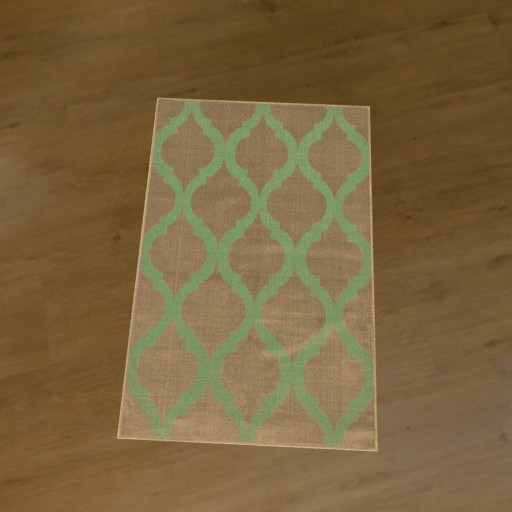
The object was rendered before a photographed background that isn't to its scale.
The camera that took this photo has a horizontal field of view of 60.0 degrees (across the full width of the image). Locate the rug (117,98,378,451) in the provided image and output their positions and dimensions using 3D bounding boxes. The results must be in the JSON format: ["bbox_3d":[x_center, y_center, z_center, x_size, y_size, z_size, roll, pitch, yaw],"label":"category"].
[{"bbox_3d":[0.000,0.000,2.885,1.524,0.006,2.286,3,75,1],"label":"rug"}]
